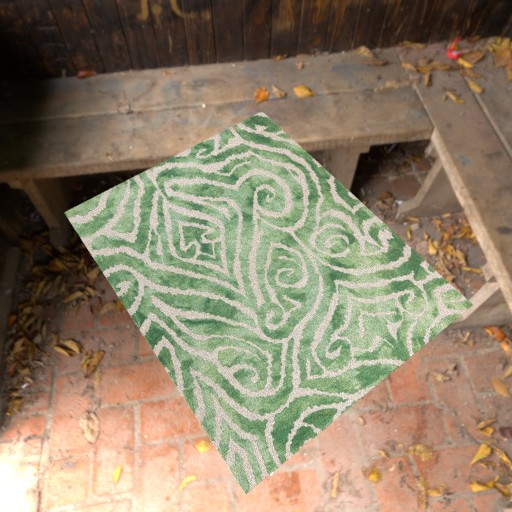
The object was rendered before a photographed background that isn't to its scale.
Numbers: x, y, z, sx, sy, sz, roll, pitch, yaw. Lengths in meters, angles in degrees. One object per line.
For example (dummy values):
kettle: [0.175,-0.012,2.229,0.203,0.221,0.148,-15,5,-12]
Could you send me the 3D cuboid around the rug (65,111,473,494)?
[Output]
rug: [0.000,0.000,4.107,2.436,0.007,3.045,-32,64,-18]
